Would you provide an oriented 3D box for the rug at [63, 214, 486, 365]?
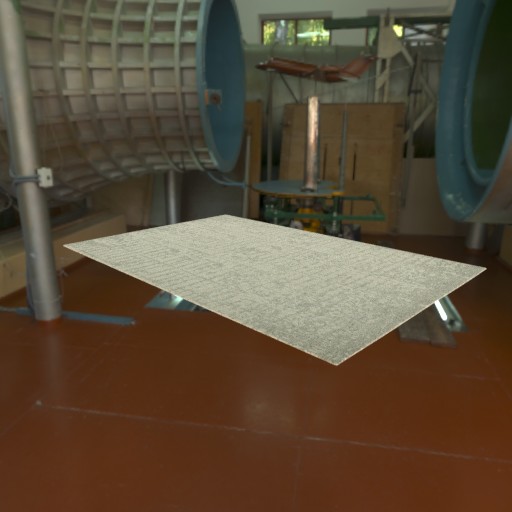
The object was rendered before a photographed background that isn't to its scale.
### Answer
[{"bbox_3d":[0.000,0.000,2.265,1.827,0.007,1.211,16,23,42],"label":"rug"}]
